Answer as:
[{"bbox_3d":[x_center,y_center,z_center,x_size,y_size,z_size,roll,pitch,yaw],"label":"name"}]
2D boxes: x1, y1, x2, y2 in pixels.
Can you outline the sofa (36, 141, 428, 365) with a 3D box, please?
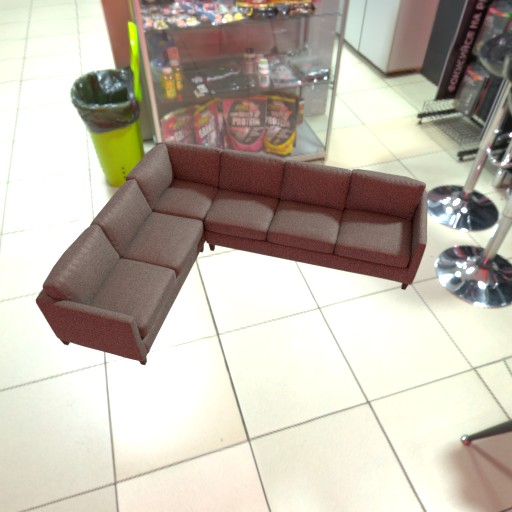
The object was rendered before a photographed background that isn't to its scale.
[{"bbox_3d":[0.000,0.000,4.540,3.302,0.947,2.593,11,47,11],"label":"sofa"}]
